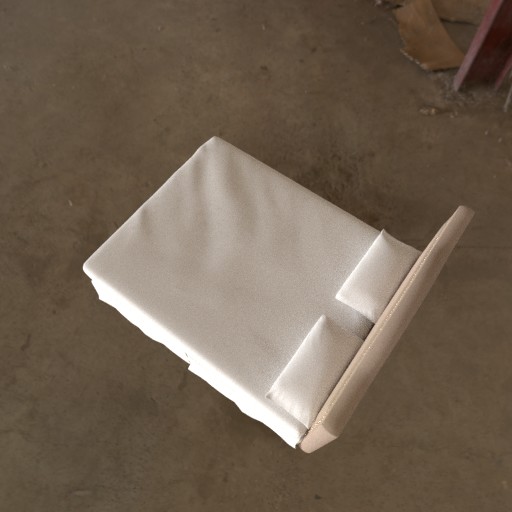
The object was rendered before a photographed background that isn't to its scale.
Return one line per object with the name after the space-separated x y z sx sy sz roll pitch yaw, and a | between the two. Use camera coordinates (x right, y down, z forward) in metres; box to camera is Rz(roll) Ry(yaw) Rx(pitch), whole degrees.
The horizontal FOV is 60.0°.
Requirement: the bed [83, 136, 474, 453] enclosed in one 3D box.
0.000 0.000 3.422 2.282 1.436 1.821 33 68 16 | bed
